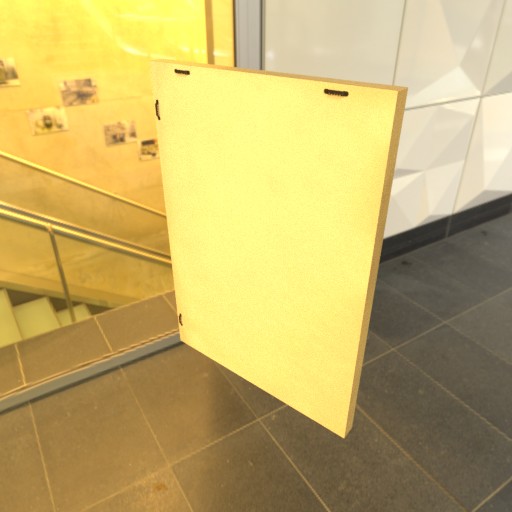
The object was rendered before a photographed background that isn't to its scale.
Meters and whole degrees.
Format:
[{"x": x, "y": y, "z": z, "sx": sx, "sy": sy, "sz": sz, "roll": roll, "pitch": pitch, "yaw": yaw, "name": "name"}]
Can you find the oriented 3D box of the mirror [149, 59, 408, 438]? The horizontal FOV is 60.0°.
[{"x": 0.000, "y": 0.000, "z": 0.916, "sx": 0.507, "sy": 0.710, "sz": 0.040, "roll": 22, "pitch": 37, "yaw": 32, "name": "mirror"}]
